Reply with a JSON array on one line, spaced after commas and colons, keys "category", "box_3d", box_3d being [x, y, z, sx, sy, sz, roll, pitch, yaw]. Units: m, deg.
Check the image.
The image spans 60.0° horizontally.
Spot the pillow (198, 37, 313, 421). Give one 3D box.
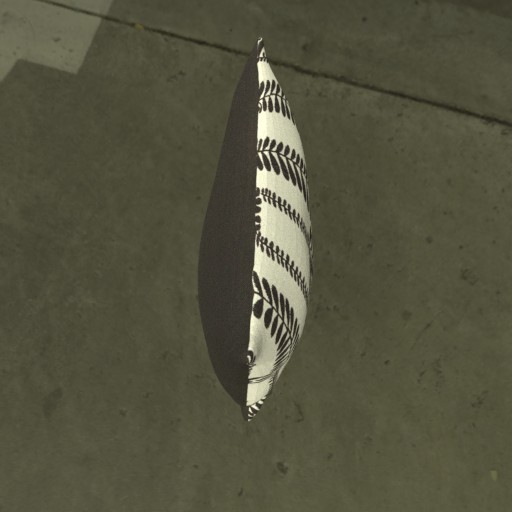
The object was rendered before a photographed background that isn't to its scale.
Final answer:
[{"category": "pillow", "box_3d": [0.000, 0.000, 0.680, 0.182, 0.441, 0.440, 2, 64, 1]}]
